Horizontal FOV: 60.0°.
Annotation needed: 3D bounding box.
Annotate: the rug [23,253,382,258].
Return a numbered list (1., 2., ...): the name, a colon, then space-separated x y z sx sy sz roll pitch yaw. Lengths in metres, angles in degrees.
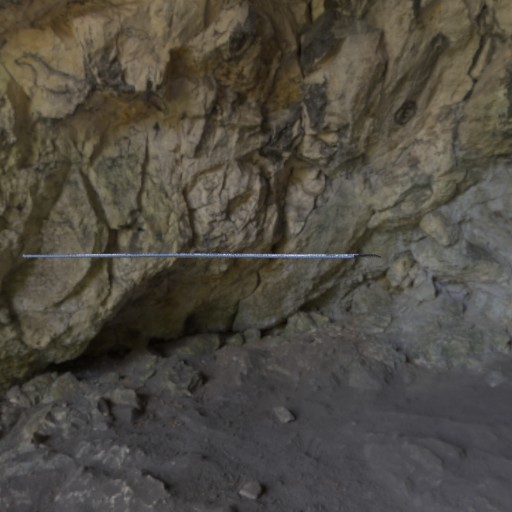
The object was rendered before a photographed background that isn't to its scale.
1. rug: 0.000 0.000 2.220 1.145 0.021 1.777 0 0 18
